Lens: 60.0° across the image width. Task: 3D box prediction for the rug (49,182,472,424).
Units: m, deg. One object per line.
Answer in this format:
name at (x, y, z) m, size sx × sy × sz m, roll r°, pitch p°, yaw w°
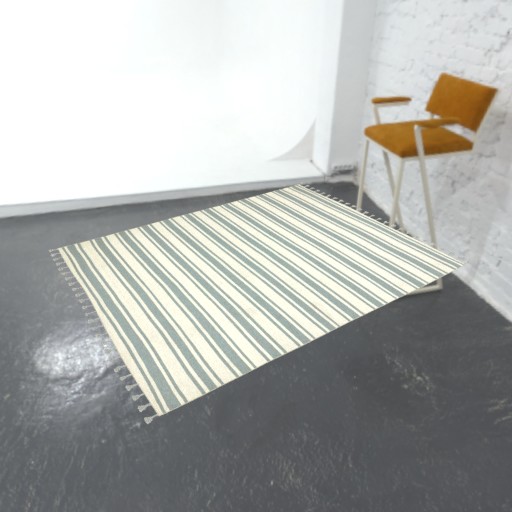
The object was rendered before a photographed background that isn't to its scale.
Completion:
rug at (0.000, 0.000, 4.180) m, size 3.201 × 0.005 × 2.439 m, roll -19°, pitch 36°, yaw -29°
